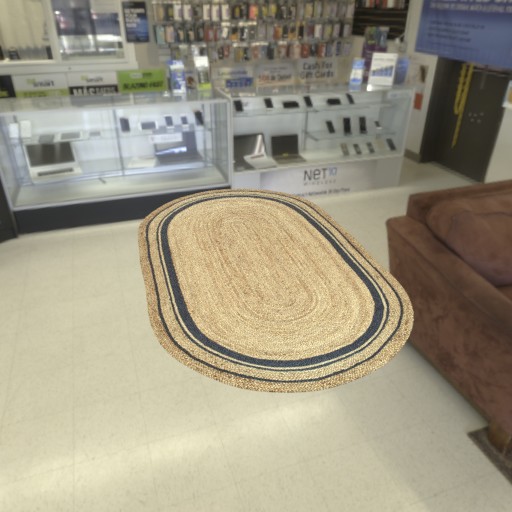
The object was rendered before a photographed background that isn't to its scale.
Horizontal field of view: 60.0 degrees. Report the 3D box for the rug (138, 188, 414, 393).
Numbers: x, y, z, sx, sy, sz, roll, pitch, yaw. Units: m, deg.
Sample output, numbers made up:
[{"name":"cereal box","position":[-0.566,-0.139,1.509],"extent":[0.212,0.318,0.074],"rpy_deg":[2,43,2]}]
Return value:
[{"name":"rug","position":[0.000,0.000,3.011],"extent":[1.520,0.006,2.432],"rpy_deg":[-9,32,-15]}]
